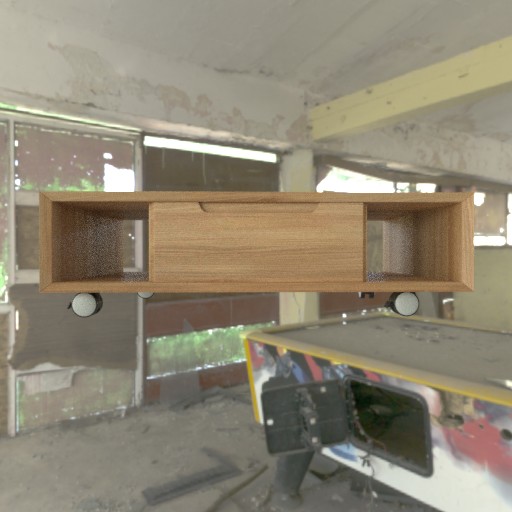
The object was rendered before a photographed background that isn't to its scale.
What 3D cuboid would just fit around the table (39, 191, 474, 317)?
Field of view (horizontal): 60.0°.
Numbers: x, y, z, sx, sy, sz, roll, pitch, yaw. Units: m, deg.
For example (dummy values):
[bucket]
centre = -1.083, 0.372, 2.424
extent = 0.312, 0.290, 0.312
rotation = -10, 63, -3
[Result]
[table]
centre = 0.000, 0.000, 1.471
extent = 1.100, 0.330, 0.700
rotation = 0, 0, -1
